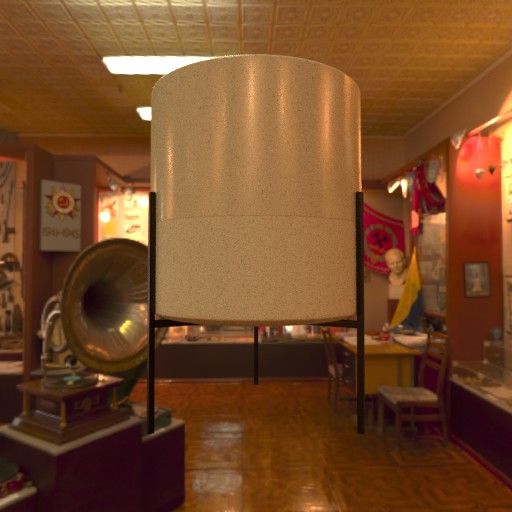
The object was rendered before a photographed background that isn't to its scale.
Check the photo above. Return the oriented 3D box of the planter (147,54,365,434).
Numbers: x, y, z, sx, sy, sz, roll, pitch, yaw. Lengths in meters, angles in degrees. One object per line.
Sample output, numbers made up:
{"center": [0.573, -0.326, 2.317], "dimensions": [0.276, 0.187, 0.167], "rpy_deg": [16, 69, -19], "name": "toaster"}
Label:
{"center": [0.000, 0.000, 0.680], "dimensions": [0.314, 0.475, 0.323], "rpy_deg": [0, -2, 0], "name": "planter"}
